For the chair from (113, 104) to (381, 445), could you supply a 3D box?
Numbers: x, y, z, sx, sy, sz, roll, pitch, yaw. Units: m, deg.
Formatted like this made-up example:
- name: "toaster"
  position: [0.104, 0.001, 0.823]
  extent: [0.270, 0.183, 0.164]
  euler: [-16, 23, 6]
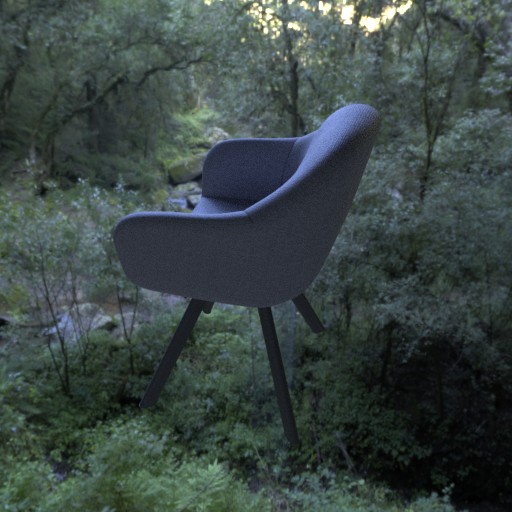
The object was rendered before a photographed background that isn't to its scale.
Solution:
- name: "chair"
  position: [0.000, 0.000, 1.186]
  extent: [0.550, 0.795, 0.590]
  euler: [8, 31, 14]
